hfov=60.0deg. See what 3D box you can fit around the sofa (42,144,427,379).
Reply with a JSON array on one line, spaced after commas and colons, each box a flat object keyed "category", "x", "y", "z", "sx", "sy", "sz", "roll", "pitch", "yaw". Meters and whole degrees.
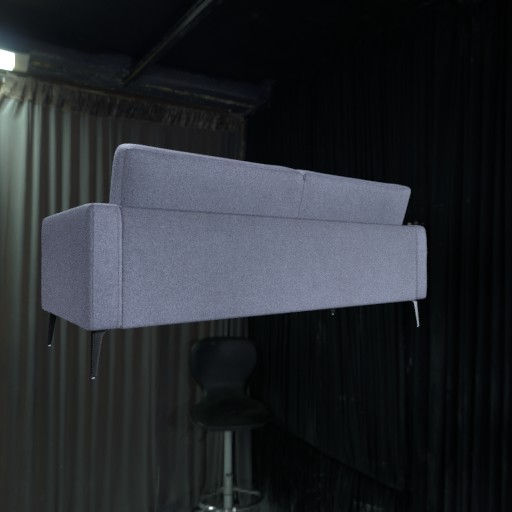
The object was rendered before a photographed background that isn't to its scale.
[{"category": "sofa", "x": 0.000, "y": 0.000, "z": 2.321, "sx": 1.925, "sy": 0.828, "sz": 0.774, "roll": 0, "pitch": 0, "yaw": -36}]
